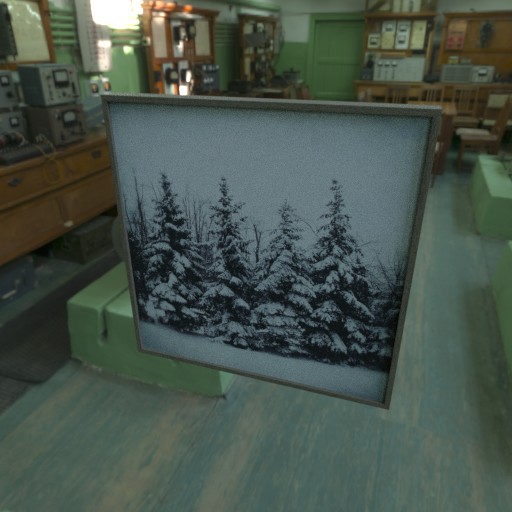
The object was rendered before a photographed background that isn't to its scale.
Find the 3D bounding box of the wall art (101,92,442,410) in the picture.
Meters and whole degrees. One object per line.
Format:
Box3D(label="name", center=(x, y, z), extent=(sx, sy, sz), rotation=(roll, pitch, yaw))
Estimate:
Box3D(label="wall art", center=(0.000, 0.000, 0.757), extent=(0.507, 0.507, 0.037), rotation=(8, 27, 17))
